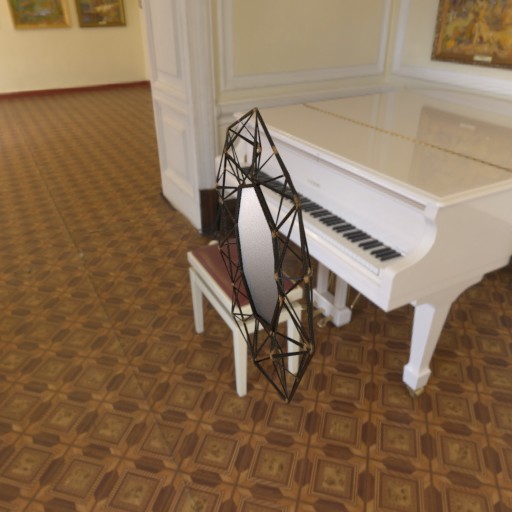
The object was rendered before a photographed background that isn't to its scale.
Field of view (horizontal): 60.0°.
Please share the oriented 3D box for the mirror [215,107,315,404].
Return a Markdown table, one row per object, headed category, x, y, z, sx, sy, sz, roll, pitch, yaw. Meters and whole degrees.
| category | x | y | z | sx | sy | sz | roll | pitch | yaw |
| --- | --- | --- | --- | --- | --- | --- | --- | --- | --- |
| mirror | 0.000 | 0.000 | 1.093 | 0.094 | 0.710 | 0.710 | -9 | 32 | -15 |
